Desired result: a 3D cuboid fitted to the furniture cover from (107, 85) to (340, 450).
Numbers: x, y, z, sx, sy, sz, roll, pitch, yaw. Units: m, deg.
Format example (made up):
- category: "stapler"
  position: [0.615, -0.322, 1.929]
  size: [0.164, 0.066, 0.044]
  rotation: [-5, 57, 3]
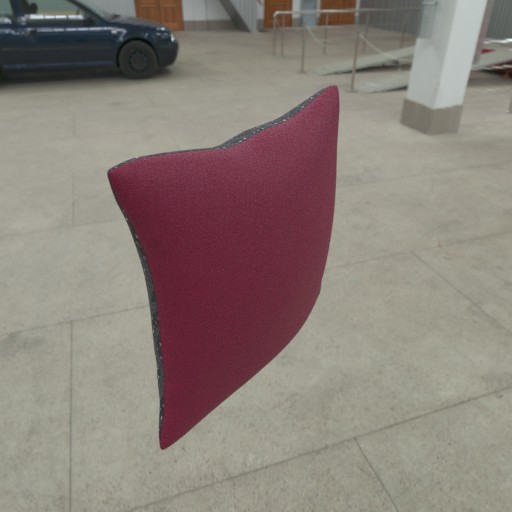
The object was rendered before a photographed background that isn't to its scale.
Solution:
- category: "furniture cover"
  position: [0.000, 0.000, 0.809]
  size: [0.193, 0.509, 0.552]
  rotation: [21, 38, 29]
